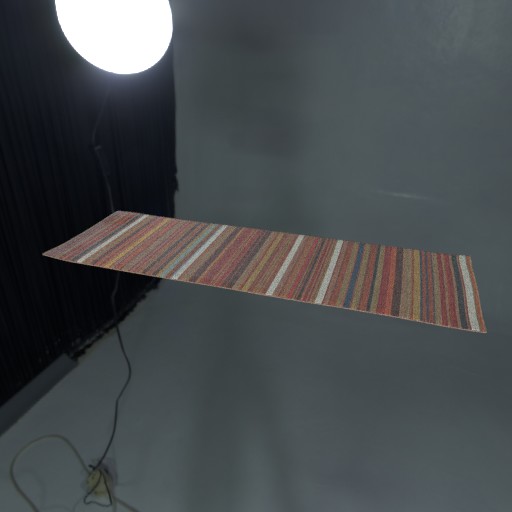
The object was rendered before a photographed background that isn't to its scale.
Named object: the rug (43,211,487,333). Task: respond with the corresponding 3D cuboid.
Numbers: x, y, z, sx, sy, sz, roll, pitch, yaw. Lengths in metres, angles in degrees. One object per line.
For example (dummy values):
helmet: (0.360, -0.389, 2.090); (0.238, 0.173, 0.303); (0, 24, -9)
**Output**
rug: (0.000, 0.000, 2.659); (2.444, 0.030, 0.799); (8, 28, 16)
